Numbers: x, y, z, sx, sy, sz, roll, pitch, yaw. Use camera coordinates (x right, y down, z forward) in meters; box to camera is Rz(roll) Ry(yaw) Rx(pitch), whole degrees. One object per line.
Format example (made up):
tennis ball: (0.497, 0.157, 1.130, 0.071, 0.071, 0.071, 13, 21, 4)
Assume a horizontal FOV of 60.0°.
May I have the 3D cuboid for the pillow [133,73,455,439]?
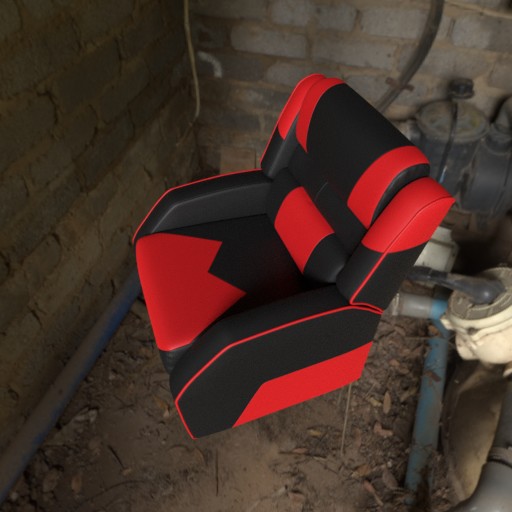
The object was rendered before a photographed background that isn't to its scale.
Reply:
pillow: (0.000, 0.000, 1.294, 0.672, 0.805, 0.620, -16, 49, -14)
